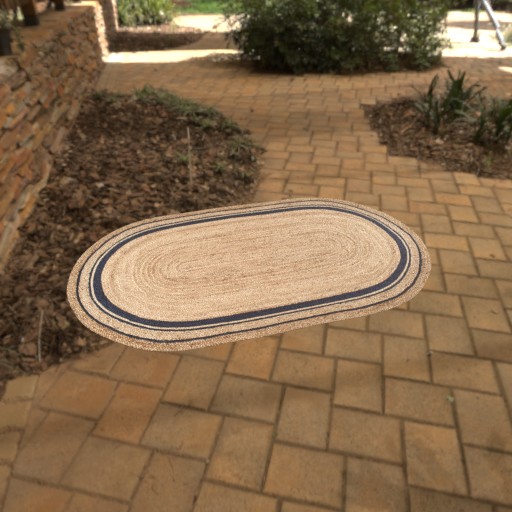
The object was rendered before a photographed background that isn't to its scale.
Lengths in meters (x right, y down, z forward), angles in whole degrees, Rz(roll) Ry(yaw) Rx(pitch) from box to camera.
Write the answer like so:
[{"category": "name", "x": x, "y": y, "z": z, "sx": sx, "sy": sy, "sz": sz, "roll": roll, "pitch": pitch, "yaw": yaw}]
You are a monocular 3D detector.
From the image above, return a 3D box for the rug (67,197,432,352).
[{"category": "rug", "x": 0.000, "y": 0.000, "z": 3.024, "sx": 2.432, "sy": 0.006, "sz": 1.520, "roll": -9, "pitch": 35, "yaw": -13}]
